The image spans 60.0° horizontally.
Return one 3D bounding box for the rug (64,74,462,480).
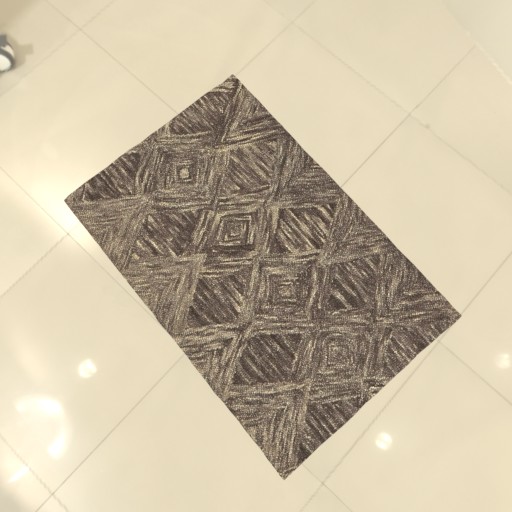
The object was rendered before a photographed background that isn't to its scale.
[{"bbox_3d":[0.000,0.000,2.302,1.186,0.012,1.814,-39,80,-8],"label":"rug"}]
